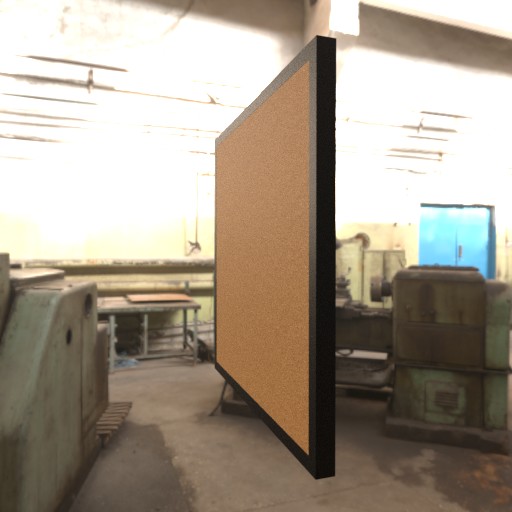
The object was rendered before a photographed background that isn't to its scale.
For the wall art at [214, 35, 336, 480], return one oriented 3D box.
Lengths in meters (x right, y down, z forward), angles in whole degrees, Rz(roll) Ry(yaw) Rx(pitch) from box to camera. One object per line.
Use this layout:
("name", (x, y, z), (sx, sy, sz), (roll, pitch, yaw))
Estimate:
("wall art", (0.000, 0.000, 1.126), (0.038, 0.762, 0.762), (0, 1, -18))
